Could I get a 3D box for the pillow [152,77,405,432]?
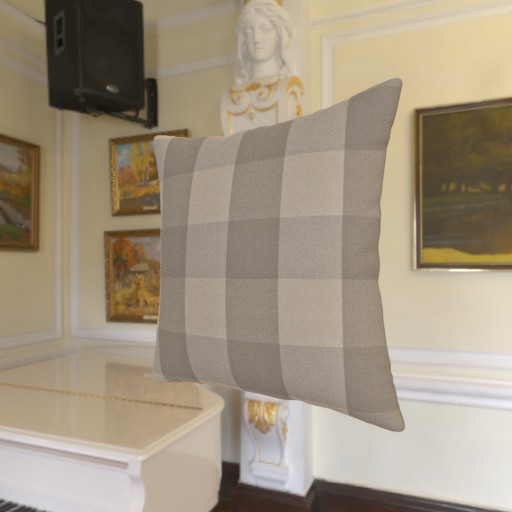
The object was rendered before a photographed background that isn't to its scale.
[{"bbox_3d":[0.000,0.000,0.776,0.511,0.509,0.161,-1,-2,34],"label":"pillow"}]
